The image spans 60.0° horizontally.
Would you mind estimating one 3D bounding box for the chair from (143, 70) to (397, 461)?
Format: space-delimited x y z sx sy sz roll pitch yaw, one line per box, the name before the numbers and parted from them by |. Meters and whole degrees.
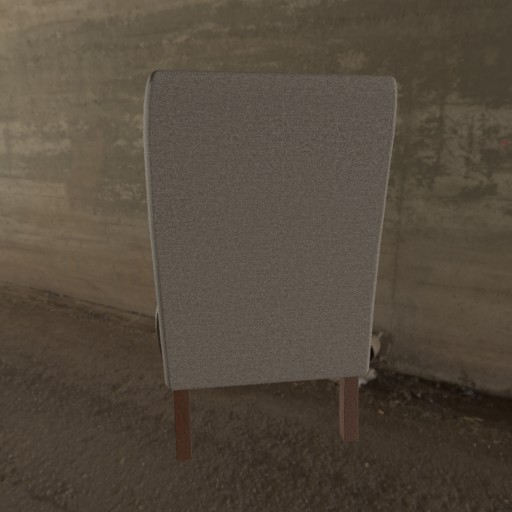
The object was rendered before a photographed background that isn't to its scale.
chair | 0.000 0.000 1.145 0.513 0.804 0.592 -2 14 -9
